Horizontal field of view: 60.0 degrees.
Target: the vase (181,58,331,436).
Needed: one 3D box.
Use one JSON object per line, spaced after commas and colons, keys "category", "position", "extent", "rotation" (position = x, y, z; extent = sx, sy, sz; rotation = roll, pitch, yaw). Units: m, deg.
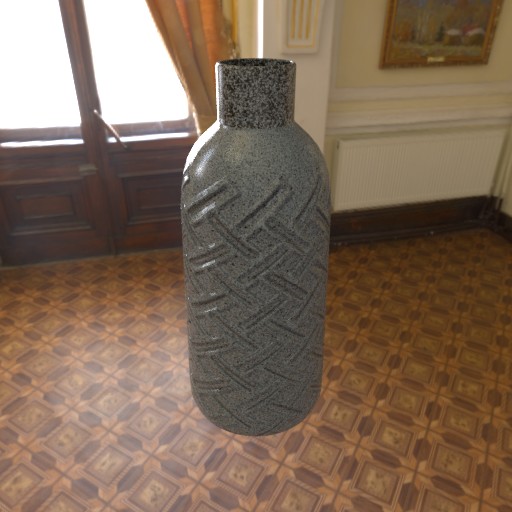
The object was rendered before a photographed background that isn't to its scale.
{"category": "vase", "position": [0.000, 0.000, 0.350], "extent": [0.122, 0.282, 0.122], "rotation": [0, 29, 0]}
